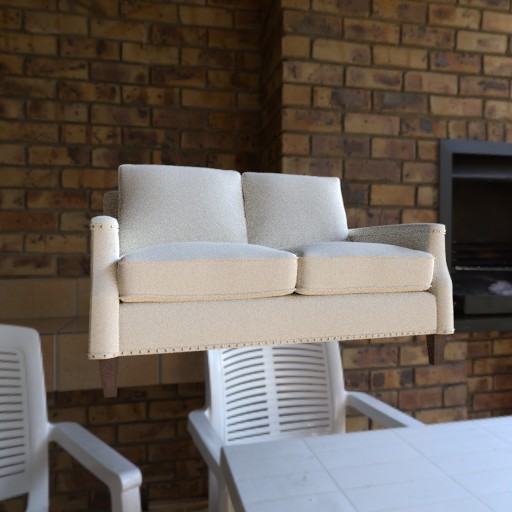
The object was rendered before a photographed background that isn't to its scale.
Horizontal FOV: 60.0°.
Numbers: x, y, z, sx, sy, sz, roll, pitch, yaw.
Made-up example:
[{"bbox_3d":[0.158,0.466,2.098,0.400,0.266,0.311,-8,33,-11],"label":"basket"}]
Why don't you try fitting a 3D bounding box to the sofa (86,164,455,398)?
[{"bbox_3d":[0.000,0.000,2.285,1.597,1.003,1.084,0,1,-18],"label":"sofa"}]
